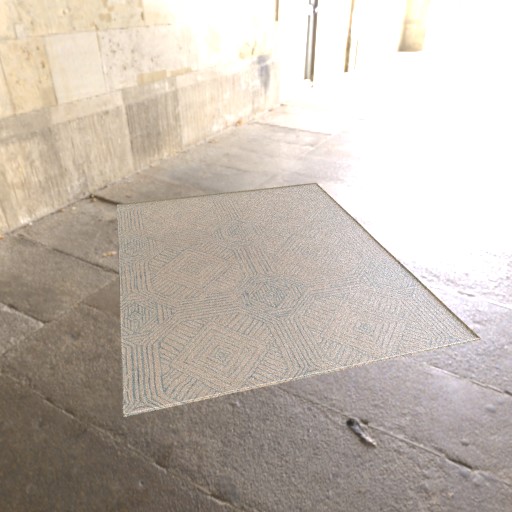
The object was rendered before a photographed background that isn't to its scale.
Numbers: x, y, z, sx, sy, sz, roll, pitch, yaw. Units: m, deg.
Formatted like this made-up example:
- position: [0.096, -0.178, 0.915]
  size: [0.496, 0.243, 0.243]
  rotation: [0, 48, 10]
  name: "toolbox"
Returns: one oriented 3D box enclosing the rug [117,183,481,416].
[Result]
- position: [0.000, 0.000, 4.101]
  size: [2.457, 0.015, 3.049]
  rotation: [-8, 32, -13]
  name: "rug"
